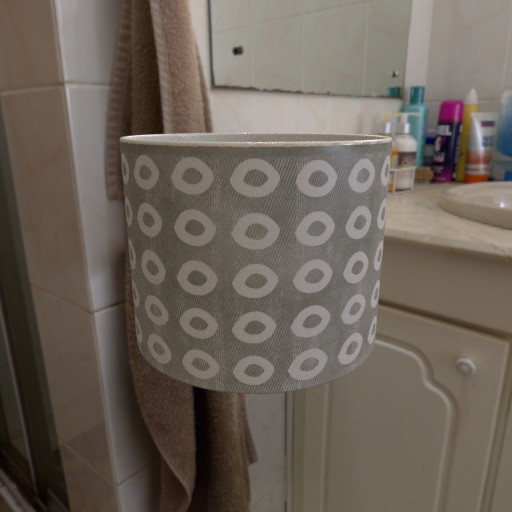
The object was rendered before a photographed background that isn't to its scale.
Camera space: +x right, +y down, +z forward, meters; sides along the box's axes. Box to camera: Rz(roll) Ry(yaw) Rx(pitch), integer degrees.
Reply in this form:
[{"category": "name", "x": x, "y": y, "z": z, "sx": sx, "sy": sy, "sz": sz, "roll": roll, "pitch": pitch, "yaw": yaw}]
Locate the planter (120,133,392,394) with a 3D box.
[{"category": "planter", "x": 0.000, "y": 0.000, "z": 0.348, "sx": 0.190, "sy": 0.181, "sz": 0.190, "roll": 0, "pitch": 17, "yaw": 0}]
